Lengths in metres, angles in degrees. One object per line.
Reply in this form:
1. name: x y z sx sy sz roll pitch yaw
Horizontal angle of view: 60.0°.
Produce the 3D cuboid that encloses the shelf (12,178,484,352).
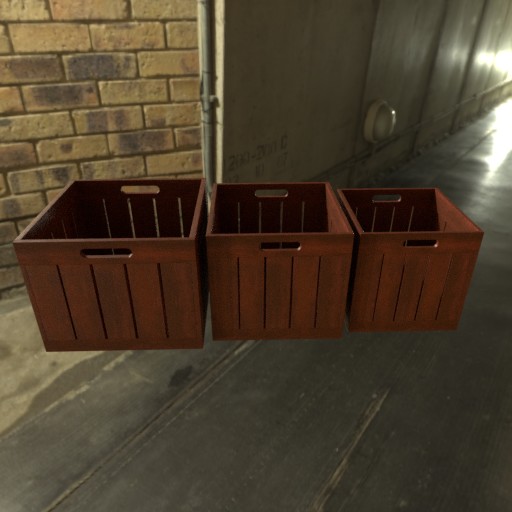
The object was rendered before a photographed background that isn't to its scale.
1. shelf: 0.000 0.000 1.218 1.064 0.311 0.393 -1 30 -2
